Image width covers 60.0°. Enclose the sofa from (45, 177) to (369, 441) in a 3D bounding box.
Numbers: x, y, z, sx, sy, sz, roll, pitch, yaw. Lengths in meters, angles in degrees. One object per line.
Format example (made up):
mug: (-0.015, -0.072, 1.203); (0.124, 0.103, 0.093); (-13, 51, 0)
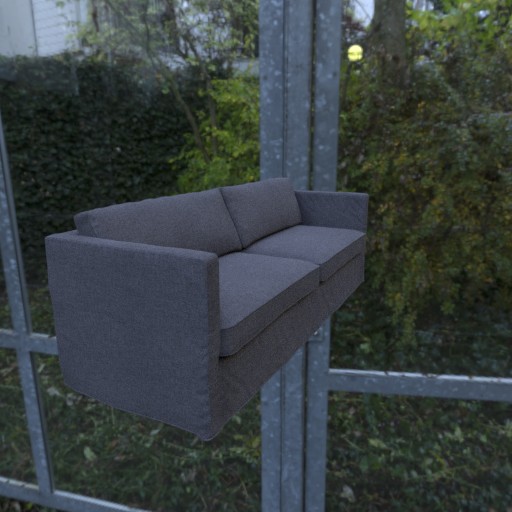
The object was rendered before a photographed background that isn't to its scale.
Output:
sofa: (0.000, 0.000, 3.282); (1.036, 0.998, 2.779); (7, 16, 27)
